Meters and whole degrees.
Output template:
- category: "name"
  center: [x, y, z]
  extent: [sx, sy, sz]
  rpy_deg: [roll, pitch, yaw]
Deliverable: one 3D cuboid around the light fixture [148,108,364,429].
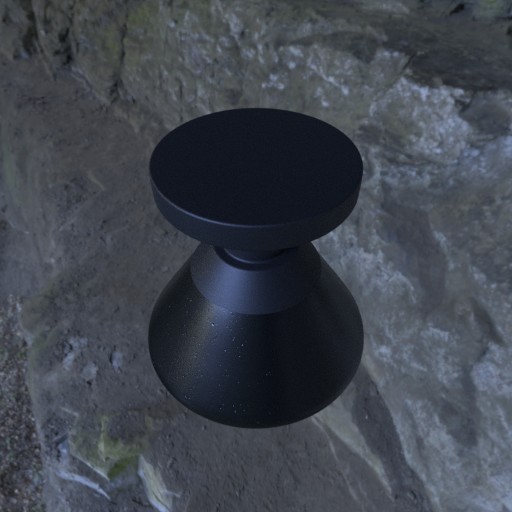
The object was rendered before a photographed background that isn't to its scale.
- category: "light fixture"
  center: [0.000, 0.000, 0.354]
  extent: [0.200, 0.183, 0.200]
  rpy_deg: [0, 45, 0]
